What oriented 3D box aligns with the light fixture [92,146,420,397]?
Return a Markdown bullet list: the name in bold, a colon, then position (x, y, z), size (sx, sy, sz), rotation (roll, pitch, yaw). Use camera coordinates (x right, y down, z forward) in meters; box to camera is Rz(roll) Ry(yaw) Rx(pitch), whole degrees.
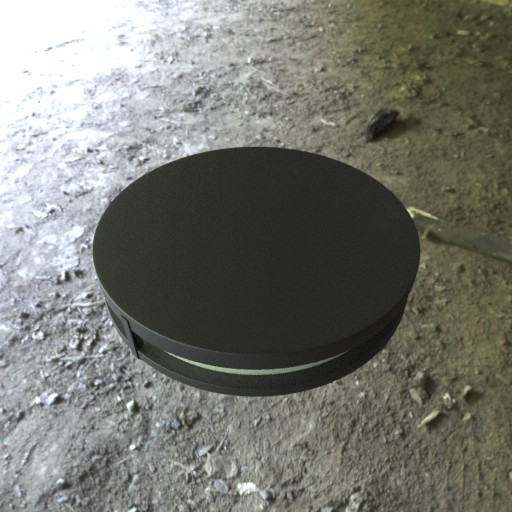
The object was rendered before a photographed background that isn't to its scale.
- **light fixture**: position (0.000, 0.000, 0.529), size (0.356, 0.102, 0.356), rotation (0, 42, 0)
